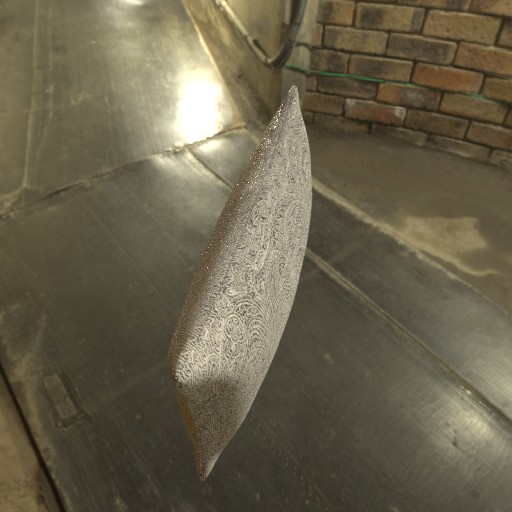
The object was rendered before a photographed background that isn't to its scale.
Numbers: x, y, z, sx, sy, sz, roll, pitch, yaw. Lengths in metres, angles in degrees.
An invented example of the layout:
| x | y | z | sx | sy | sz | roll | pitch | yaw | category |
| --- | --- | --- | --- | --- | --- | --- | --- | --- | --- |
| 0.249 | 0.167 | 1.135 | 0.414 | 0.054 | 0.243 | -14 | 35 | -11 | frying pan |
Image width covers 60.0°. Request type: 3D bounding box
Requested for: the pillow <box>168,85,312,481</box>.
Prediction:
| x | y | z | sx | sy | sz | roll | pitch | yaw | category |
| --- | --- | --- | --- | --- | --- | --- | --- | --- | --- |
| 0.000 | 0.000 | 0.722 | 0.151 | 0.295 | 0.615 | 10 | 47 | 9 | pillow |
